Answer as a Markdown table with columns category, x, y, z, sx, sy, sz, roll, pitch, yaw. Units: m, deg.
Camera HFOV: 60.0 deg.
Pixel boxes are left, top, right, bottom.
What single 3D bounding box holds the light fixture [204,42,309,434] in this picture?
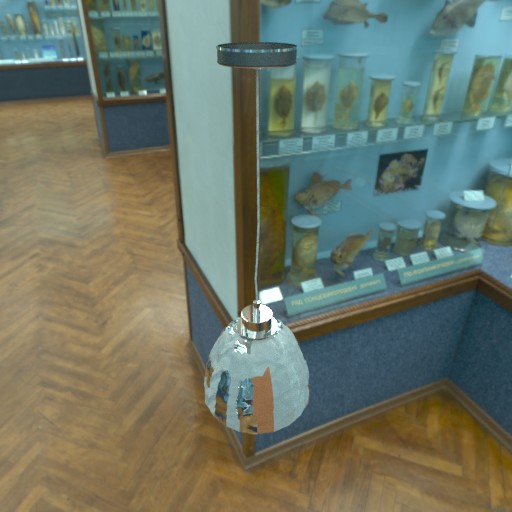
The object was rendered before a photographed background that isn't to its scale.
| category | x | y | z | sx | sy | sz | roll | pitch | yaw |
| --- | --- | --- | --- | --- | --- | --- | --- | --- | --- |
| light fixture | 0.000 | 0.000 | 1.755 | 0.500 | 1.511 | 0.496 | -11 | 32 | -18 |
